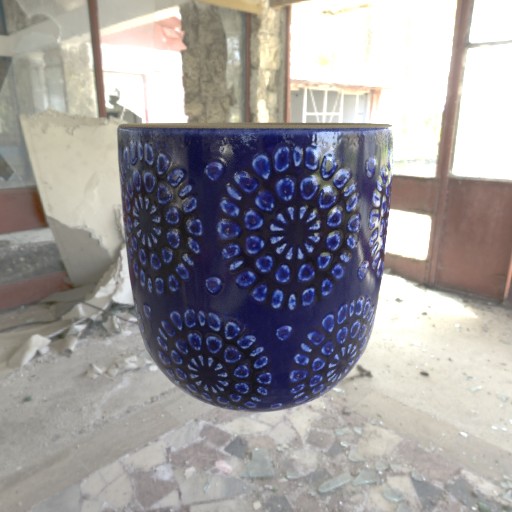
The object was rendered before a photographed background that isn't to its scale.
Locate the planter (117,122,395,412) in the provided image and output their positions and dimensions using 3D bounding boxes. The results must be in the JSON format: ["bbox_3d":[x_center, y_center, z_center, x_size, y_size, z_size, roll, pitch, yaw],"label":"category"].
[{"bbox_3d":[0.000,0.000,0.195,0.109,0.112,0.109,0,17,0],"label":"planter"}]
